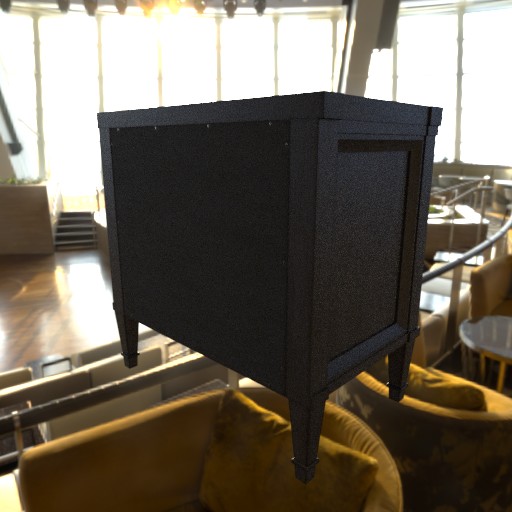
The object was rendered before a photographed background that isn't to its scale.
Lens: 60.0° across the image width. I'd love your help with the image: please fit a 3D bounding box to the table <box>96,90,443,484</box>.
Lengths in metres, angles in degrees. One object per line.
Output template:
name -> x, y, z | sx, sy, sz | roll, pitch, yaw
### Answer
table -> 0.000, 0.000, 1.054 | 0.660, 0.660, 0.413 | 13, 20, 42
